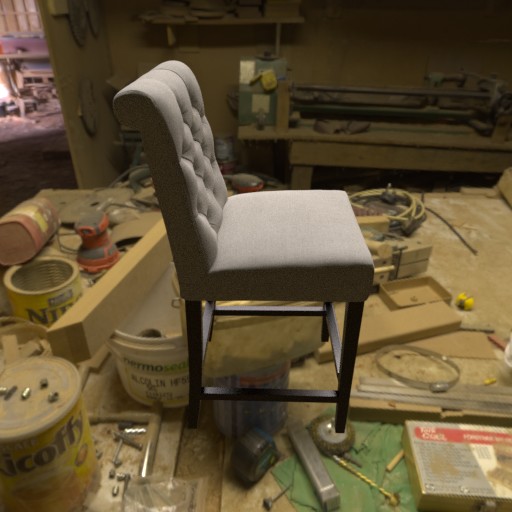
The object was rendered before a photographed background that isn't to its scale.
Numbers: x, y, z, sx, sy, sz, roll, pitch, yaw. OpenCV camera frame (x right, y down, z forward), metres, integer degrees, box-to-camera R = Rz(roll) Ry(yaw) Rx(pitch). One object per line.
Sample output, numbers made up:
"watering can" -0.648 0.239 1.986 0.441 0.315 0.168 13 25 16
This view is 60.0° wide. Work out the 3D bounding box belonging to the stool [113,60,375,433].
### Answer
"stool" 0.000 0.000 1.341 0.601 1.040 0.493 1 31 1
